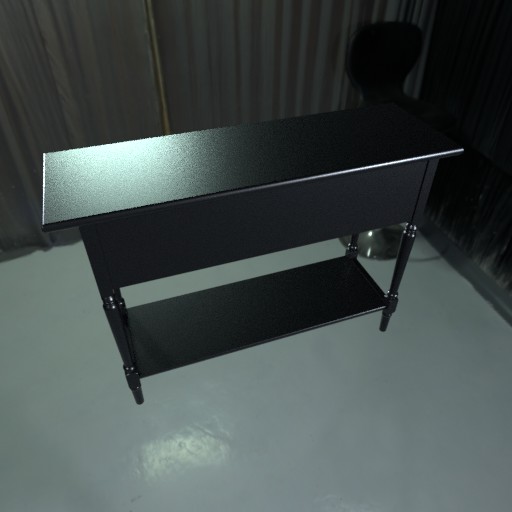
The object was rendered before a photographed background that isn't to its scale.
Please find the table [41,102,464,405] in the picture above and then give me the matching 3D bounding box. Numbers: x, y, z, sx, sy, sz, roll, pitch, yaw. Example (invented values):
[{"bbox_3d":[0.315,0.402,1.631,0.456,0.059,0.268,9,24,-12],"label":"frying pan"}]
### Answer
[{"bbox_3d":[0.000,0.000,1.575,1.191,0.819,0.386,-13,42,-15],"label":"table"}]
